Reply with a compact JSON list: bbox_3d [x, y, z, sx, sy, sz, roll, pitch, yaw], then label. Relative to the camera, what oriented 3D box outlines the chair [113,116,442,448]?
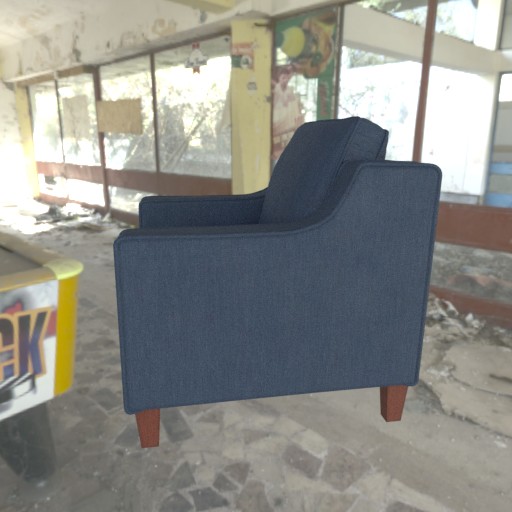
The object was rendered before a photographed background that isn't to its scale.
[{"bbox_3d":[0.000,0.000,1.624,0.909,0.960,0.831,-2,15,-9],"label":"chair"}]
